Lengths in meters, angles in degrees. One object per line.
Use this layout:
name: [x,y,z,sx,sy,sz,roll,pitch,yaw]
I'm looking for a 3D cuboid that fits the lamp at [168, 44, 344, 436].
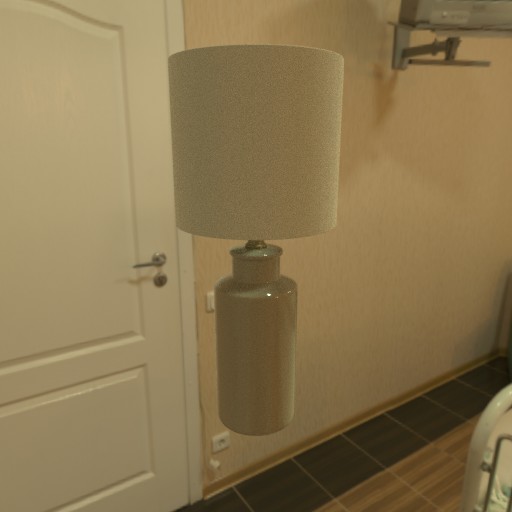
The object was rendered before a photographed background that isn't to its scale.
lamp: [0.000,0.000,0.606,0.212,0.493,0.212,8,17,27]
